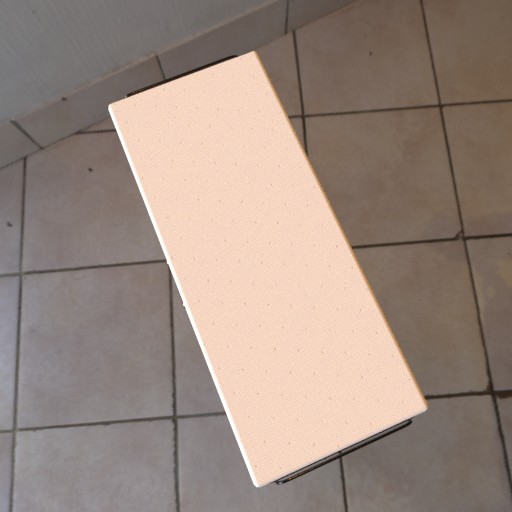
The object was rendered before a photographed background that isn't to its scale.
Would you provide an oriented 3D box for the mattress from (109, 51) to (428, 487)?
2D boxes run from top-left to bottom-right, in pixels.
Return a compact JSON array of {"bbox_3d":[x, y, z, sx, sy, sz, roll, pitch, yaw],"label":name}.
[{"bbox_3d":[0.000,0.000,2.482,0.922,0.519,2.153,-22,78,-5],"label":"mattress"}]
